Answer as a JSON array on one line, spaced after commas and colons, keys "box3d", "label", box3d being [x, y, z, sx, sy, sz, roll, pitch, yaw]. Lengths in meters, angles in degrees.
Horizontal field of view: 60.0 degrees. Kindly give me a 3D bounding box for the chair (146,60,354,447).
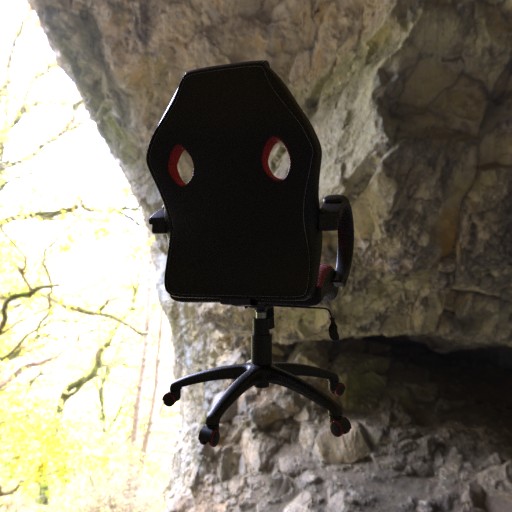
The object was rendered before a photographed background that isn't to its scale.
[{"box3d": [0.000, 0.000, 1.714, 0.750, 1.189, 0.783, 0, 0, 17], "label": "chair"}]
